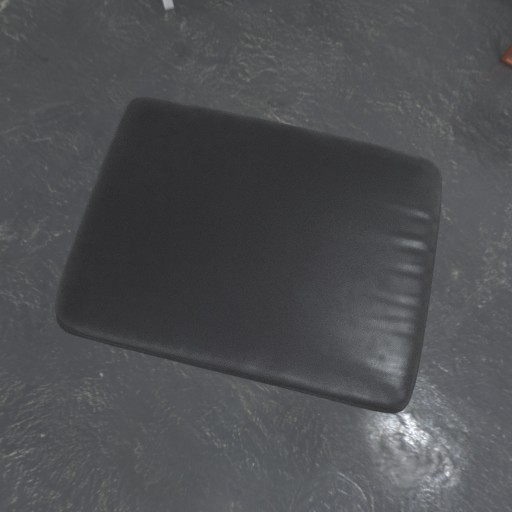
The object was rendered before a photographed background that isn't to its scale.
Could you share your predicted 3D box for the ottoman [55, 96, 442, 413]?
[{"bbox_3d":[0.000,0.000,1.077,0.764,0.402,0.570,13,75,3],"label":"ottoman"}]
